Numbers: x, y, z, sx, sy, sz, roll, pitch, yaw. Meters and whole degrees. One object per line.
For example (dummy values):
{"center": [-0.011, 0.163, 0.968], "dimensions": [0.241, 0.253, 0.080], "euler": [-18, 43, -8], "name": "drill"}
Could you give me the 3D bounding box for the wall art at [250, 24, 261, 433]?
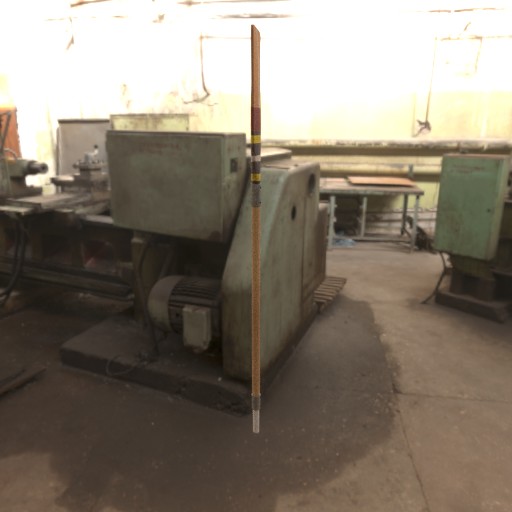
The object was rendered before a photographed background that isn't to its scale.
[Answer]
{"center": [0.000, 0.000, 1.669], "dimensions": [0.038, 1.556, 0.146], "euler": [3, 16, 9], "name": "wall art"}
